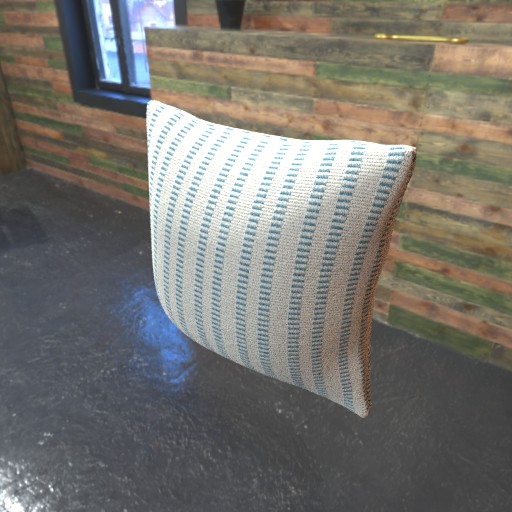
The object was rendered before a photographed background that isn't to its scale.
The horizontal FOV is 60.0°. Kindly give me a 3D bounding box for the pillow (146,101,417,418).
[{"bbox_3d":[0.000,0.000,0.691,0.438,0.419,0.247,21,36,32],"label":"pillow"}]
